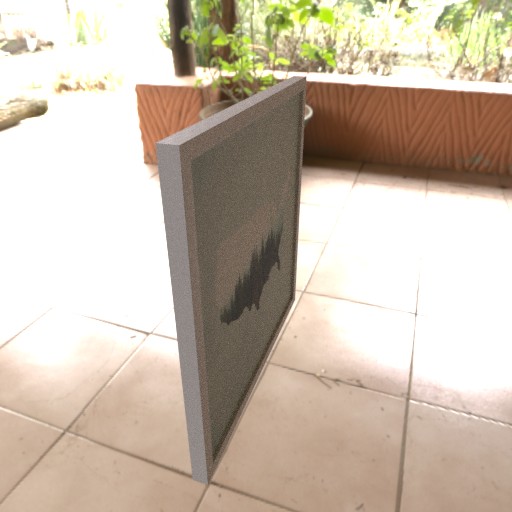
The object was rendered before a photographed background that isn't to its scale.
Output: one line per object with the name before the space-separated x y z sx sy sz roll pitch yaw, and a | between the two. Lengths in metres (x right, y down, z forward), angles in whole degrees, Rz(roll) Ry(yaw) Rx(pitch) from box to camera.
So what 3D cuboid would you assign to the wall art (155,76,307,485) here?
wall art | 0.000 0.000 1.123 0.038 0.762 0.762 10 31 17
